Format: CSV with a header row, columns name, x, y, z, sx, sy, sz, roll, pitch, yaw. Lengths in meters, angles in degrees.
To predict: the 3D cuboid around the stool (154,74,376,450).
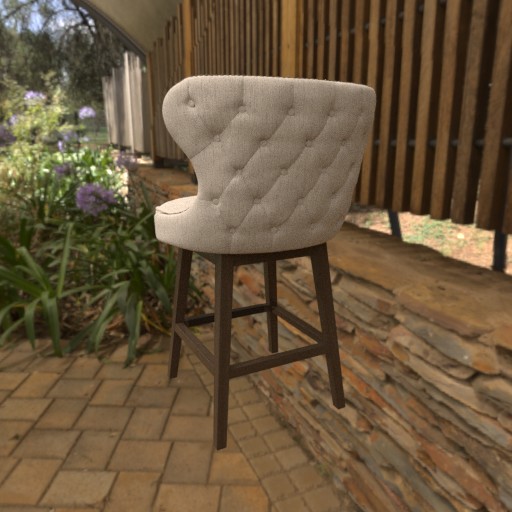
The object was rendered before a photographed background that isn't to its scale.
name,x,y,z,sx,sy,sz,roll,pitch,yaw
stool,0.000,0.000,1.371,0.615,0.972,0.597,-8,16,-27
